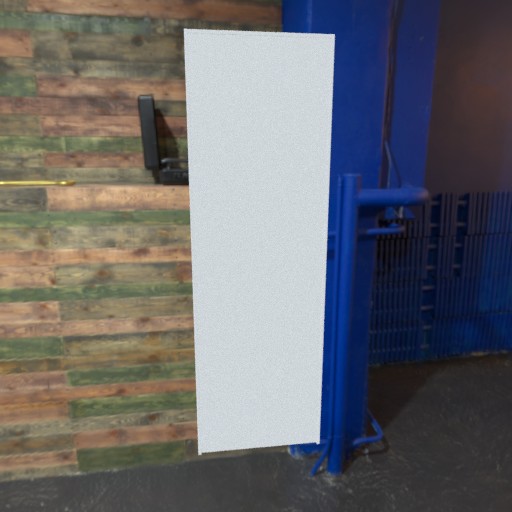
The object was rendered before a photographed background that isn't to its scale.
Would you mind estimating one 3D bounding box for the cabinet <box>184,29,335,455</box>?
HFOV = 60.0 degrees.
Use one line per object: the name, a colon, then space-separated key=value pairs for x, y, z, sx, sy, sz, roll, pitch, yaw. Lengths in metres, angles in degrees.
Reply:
cabinet: x=0.000 y=0.000 z=1.820 sx=0.520 sy=1.630 sz=0.255 roll=-2 pitch=13 yaw=-8
